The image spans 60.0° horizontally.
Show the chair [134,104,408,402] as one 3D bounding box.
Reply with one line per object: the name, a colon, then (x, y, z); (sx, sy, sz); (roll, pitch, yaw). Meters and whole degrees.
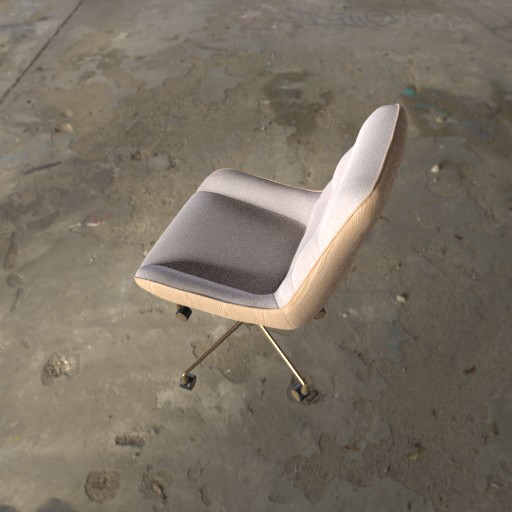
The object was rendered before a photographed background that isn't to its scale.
chair: (0.000, 0.000, 1.345); (0.668, 0.952, 0.564); (16, 49, 14)
